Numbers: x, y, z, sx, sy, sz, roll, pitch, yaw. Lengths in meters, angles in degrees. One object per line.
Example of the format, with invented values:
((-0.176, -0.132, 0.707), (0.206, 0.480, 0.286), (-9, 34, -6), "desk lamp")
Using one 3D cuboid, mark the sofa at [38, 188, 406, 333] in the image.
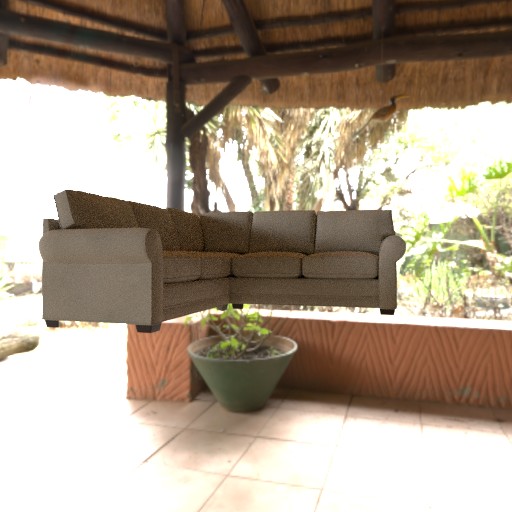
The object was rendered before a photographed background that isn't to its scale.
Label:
((0.000, 0.000, 3.955), (2.569, 1.054, 2.487), (0, 0, 17), "sofa")
